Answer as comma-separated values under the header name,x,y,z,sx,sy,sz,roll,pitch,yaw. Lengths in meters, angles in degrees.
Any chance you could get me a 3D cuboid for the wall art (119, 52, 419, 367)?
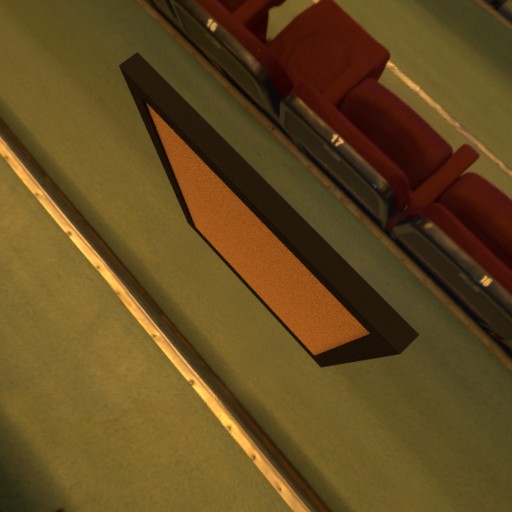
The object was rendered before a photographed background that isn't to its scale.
name,x,y,z,sx,sy,sz,roll,pitch,yaw
wall art,0.000,0.000,0.757,0.029,0.559,0.457,-41,78,-10
